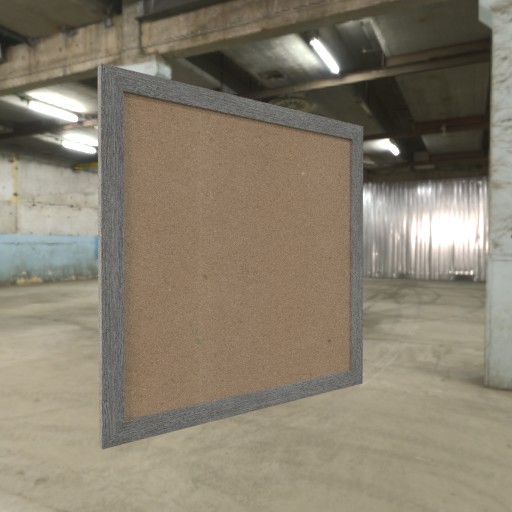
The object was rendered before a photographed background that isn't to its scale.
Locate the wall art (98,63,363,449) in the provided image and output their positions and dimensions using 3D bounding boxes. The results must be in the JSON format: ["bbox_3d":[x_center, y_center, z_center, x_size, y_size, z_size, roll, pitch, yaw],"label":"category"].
[{"bbox_3d":[0.000,0.000,0.991,0.685,0.685,0.020,0,1,-35],"label":"wall art"}]
